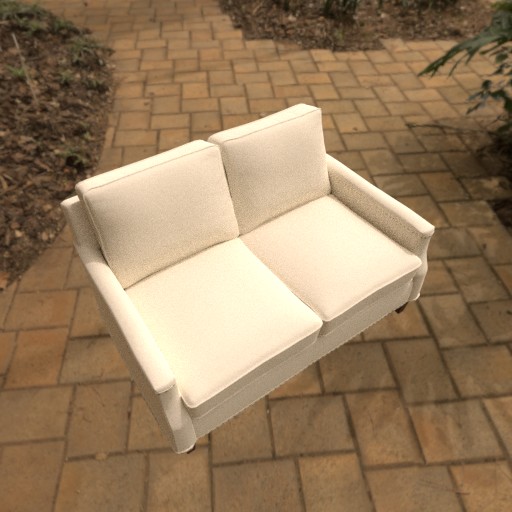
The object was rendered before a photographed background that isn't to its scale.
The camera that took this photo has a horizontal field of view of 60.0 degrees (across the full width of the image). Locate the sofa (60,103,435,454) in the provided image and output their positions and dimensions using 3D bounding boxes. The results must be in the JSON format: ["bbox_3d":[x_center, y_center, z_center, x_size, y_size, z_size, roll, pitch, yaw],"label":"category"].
[{"bbox_3d":[0.000,0.000,2.313,1.597,1.003,1.084,-27,52,-23],"label":"sofa"}]
